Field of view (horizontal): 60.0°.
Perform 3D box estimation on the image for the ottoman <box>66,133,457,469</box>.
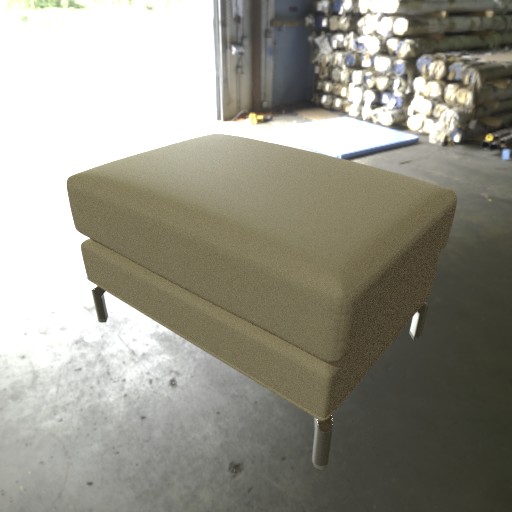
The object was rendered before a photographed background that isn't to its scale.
[{"bbox_3d":[0.000,0.000,1.211,0.835,0.497,0.581,22,37,33],"label":"ottoman"}]
